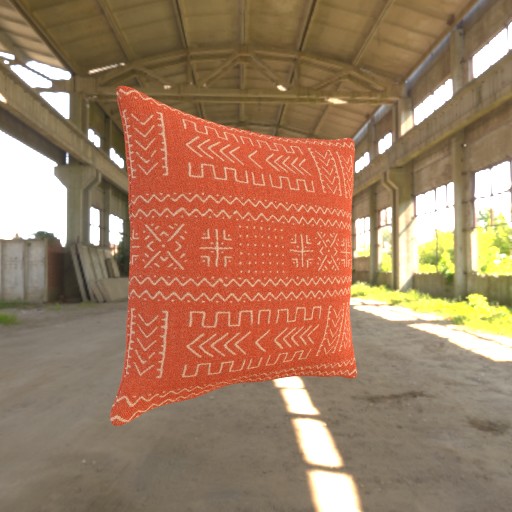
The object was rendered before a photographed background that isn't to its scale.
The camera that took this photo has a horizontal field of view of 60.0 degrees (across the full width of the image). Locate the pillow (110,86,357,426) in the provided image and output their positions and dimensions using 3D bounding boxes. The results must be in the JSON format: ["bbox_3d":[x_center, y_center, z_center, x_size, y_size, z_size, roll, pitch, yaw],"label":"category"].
[{"bbox_3d":[0.000,0.000,0.670,0.438,0.429,0.164,1,-1,-36],"label":"pillow"}]
